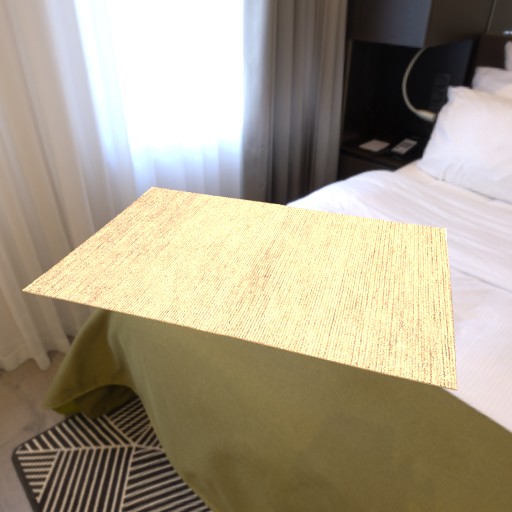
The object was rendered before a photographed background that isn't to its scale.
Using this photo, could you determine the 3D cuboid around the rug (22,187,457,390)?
[{"bbox_3d":[0.000,0.000,2.142,1.773,0.021,1.149,10,34,15],"label":"rug"}]
